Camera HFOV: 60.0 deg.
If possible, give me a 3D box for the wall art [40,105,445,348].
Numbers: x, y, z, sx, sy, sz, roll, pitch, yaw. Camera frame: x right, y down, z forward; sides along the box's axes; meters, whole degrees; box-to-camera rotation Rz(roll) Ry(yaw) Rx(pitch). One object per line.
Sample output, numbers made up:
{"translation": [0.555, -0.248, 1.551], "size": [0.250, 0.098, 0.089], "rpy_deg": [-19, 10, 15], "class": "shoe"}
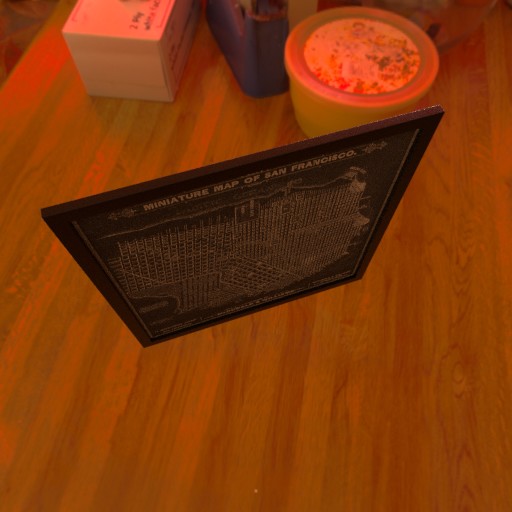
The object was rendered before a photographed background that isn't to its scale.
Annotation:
{"translation": [0.000, 0.000, 0.683], "size": [0.457, 0.458, 0.012], "rpy_deg": [-17, 63, -9], "class": "wall art"}
